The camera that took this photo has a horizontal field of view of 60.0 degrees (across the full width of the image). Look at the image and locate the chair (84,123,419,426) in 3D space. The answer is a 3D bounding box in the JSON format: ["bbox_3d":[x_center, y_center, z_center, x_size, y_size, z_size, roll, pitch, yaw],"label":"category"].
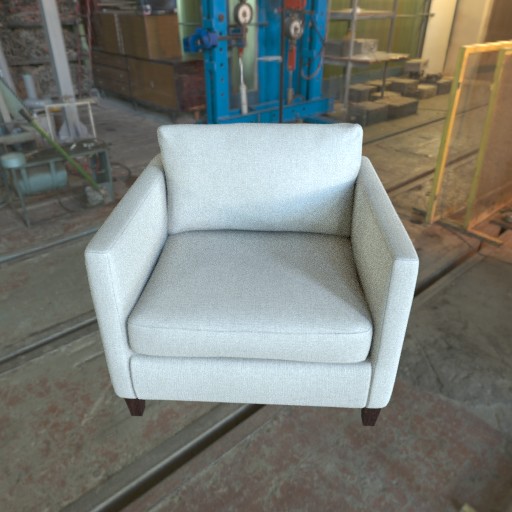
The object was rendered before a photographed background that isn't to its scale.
[{"bbox_3d":[0.000,0.000,1.764,0.996,0.919,0.959,2,31,3],"label":"chair"}]
